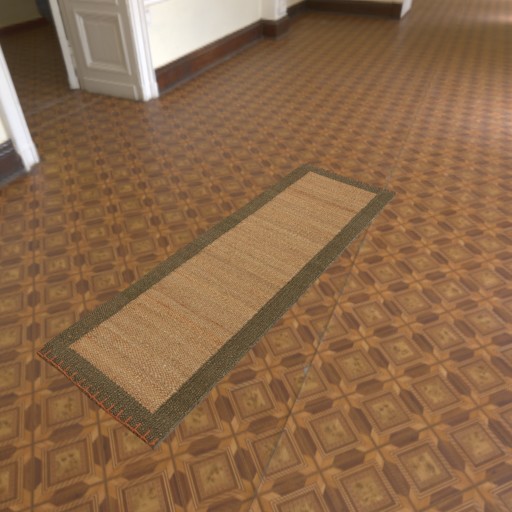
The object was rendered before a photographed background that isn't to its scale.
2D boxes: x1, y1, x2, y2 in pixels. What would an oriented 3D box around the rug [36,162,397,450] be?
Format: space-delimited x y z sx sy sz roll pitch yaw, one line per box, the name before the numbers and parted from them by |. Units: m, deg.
rug | 0.000 0.000 2.656 0.810 0.016 2.413 25 45 28
